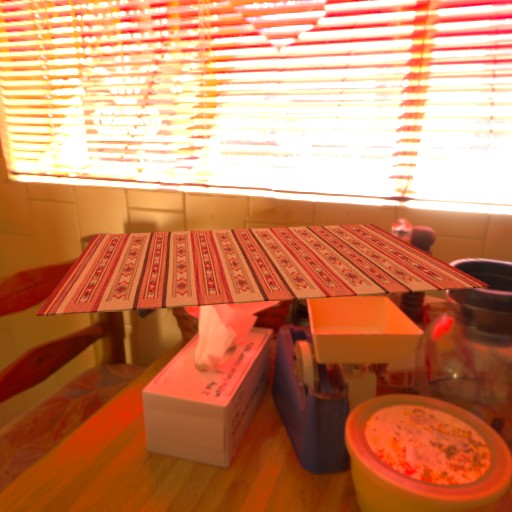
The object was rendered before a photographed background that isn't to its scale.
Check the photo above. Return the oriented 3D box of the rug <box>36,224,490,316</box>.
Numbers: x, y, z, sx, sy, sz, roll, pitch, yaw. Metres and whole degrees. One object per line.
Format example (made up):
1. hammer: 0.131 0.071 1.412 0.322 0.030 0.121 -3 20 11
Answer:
1. rug: 0.000 0.000 2.316 1.817 0.008 1.223 -3 17 -9
